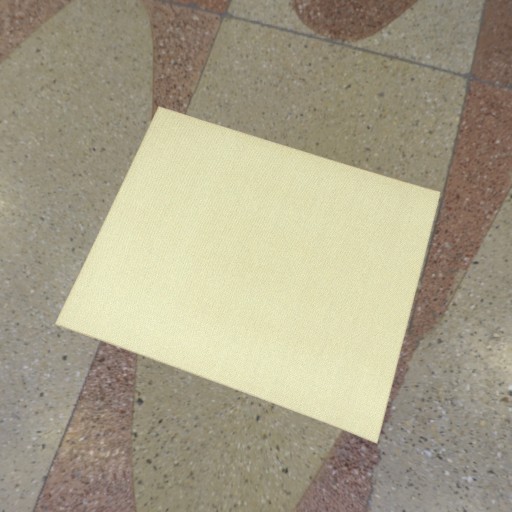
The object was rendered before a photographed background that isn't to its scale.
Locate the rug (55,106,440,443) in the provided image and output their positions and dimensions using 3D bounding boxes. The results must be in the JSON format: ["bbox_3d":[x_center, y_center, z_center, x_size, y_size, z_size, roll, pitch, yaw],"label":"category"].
[{"bbox_3d":[0.000,0.000,4.226,3.039,0.018,2.462,18,74,5],"label":"rug"}]
